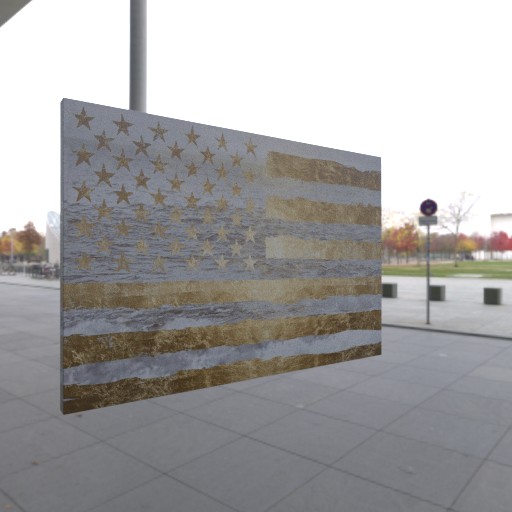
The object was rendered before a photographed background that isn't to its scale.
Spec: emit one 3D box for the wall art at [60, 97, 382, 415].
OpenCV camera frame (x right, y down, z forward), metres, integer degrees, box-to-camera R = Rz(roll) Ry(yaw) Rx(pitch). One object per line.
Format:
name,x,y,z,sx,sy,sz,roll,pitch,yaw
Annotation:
wall art,0.000,0.000,1.401,1.145,0.762,0.041,0,0,-34
